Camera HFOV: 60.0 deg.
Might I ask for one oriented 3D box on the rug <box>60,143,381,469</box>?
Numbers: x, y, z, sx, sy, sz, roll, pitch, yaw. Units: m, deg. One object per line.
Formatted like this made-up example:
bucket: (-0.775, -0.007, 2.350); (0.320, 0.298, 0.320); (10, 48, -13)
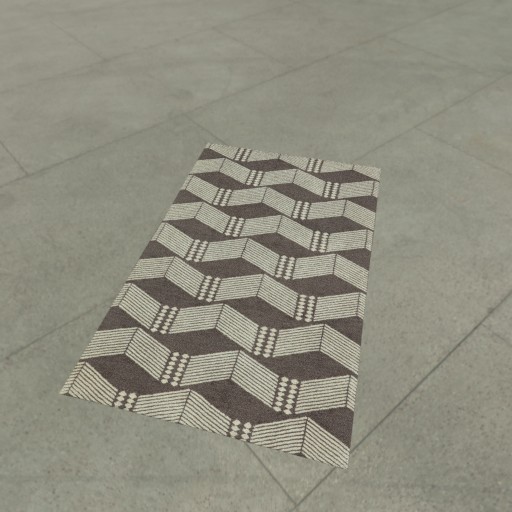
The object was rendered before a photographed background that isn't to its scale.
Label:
rug: (0.000, 0.000, 3.009); (1.517, 0.011, 2.435); (11, 48, 10)
